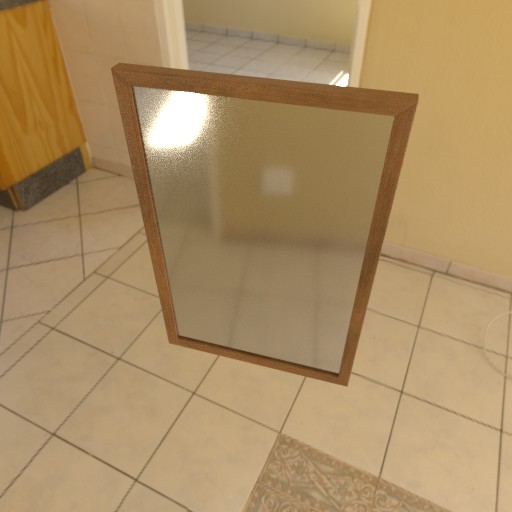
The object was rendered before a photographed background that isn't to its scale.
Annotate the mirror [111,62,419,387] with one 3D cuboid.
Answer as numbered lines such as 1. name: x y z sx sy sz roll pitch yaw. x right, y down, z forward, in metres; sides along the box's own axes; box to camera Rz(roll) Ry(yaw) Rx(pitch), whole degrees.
1. mirror: 0.000 0.000 1.164 0.609 0.915 0.040 11 43 12
